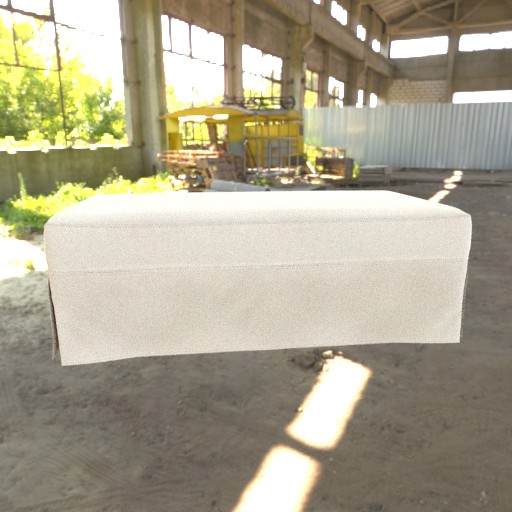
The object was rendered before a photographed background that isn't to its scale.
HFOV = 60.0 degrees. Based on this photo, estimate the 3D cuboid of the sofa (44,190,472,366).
[{"bbox_3d":[0.000,0.000,2.114,1.677,0.552,0.939,-2,15,-7],"label":"sofa"}]
